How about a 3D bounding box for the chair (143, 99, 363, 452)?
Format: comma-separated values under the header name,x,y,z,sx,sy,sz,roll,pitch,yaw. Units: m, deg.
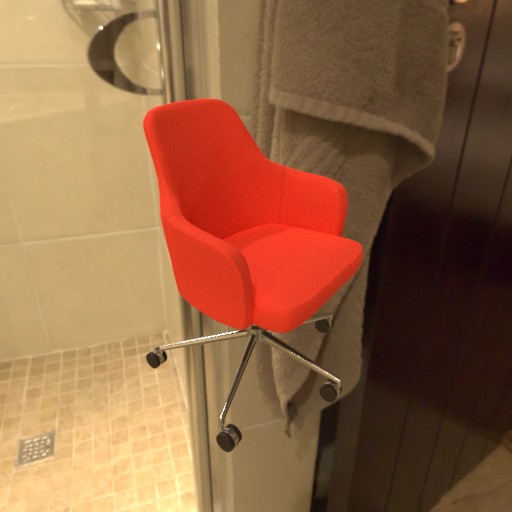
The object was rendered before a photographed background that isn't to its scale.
name,x,y,z,sx,sy,sz,roll,pitch,yaw
chair,0.000,0.000,1.296,0.600,0.820,0.655,18,32,31
